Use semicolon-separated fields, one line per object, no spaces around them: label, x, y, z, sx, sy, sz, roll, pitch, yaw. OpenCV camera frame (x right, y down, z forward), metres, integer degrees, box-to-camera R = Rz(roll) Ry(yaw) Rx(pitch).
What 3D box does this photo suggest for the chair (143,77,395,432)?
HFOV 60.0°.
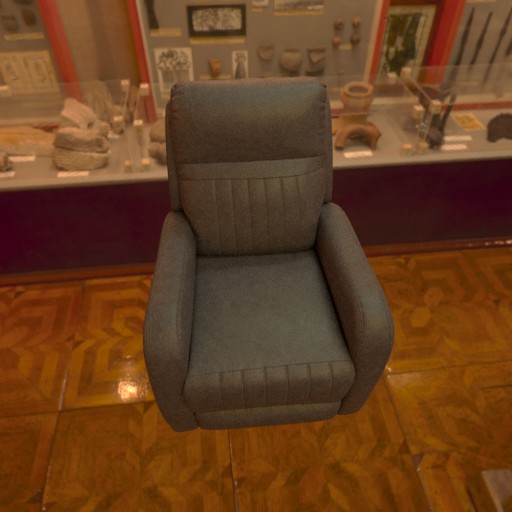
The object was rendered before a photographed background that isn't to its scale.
chair;0.000;0.000;1.779;0.865;1.067;1.067;-3;46;-3
